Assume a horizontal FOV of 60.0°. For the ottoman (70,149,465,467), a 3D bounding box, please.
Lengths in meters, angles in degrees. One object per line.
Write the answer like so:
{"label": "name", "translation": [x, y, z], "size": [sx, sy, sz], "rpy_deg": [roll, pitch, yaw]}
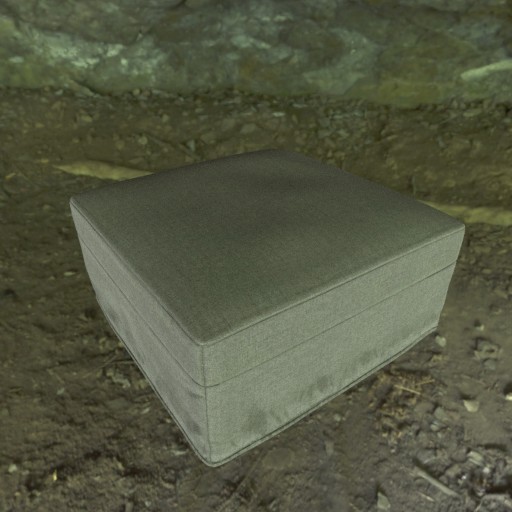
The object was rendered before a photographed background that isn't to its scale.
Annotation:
{"label": "ottoman", "translation": [0.000, 0.000, 1.350], "size": [0.843, 0.436, 0.840], "rpy_deg": [-20, 36, -30]}
